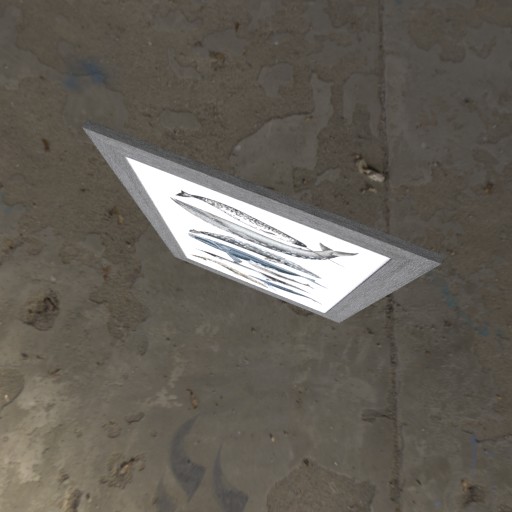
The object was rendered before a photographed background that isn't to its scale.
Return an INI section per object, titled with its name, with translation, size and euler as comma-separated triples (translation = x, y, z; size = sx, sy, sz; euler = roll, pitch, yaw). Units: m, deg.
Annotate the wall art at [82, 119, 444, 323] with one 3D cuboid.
[wall art]
translation = 0.000, 0.000, 1.399
size = 0.768, 1.070, 0.020
euler = 22, 77, 5
